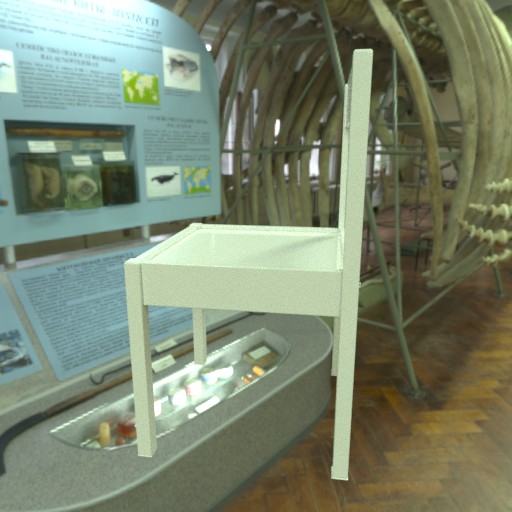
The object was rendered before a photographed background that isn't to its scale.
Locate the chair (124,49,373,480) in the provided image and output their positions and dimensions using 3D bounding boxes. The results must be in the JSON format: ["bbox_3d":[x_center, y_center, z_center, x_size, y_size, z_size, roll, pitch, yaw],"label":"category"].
[{"bbox_3d":[0.000,0.000,0.658,0.285,0.505,0.285,2,14,9],"label":"chair"}]
